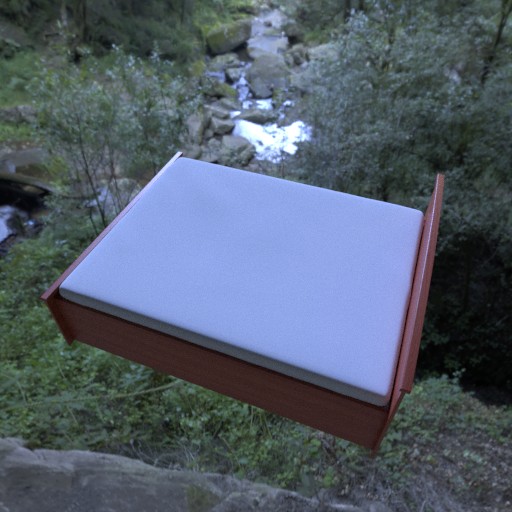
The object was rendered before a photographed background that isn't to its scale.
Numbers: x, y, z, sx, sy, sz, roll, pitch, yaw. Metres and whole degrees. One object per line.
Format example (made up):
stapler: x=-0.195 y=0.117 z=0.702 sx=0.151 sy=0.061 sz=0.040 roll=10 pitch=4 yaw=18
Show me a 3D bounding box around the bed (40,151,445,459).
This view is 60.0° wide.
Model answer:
bed: x=0.000 y=0.000 z=2.927 sx=2.053 sy=0.848 sz=1.683 roll=15 pitch=47 yaw=15
